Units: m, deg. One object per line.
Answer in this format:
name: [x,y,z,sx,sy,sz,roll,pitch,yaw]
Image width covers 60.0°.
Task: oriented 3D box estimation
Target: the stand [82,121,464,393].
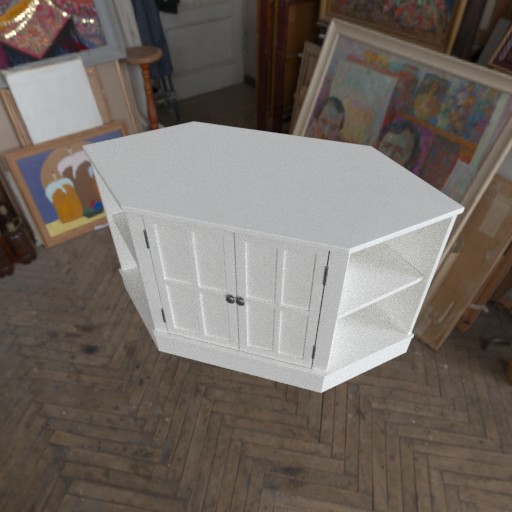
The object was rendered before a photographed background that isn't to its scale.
stand: [0.000,0.000,1.410,1.072,0.614,0.477,11,44,12]
